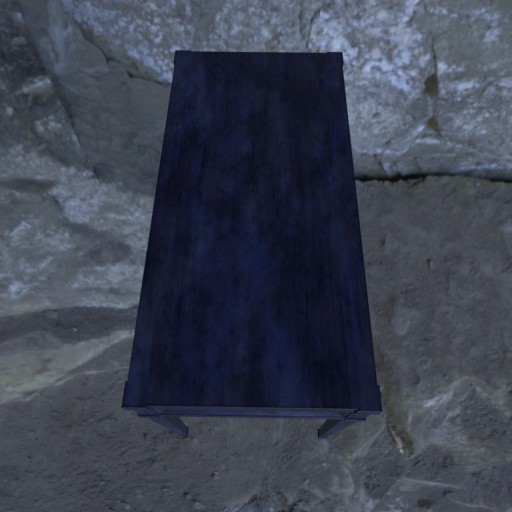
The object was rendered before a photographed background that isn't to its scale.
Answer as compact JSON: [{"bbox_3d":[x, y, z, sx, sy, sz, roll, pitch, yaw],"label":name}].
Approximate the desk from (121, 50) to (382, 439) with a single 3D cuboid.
[{"bbox_3d":[0.000,0.000,1.747,0.630,0.861,1.289,1,62,0],"label":"desk"}]
